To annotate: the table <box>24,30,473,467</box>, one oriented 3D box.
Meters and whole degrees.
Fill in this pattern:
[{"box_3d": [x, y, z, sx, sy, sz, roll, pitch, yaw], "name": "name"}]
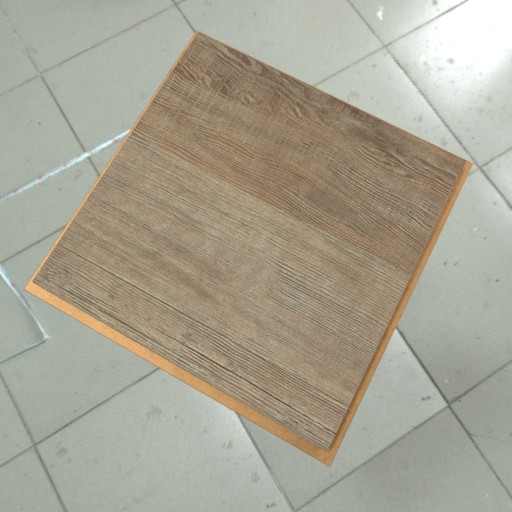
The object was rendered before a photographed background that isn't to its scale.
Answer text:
[{"box_3d": [0.000, 0.000, 1.057, 0.599, 0.584, 0.599, 28, 79, 6], "name": "table"}]
